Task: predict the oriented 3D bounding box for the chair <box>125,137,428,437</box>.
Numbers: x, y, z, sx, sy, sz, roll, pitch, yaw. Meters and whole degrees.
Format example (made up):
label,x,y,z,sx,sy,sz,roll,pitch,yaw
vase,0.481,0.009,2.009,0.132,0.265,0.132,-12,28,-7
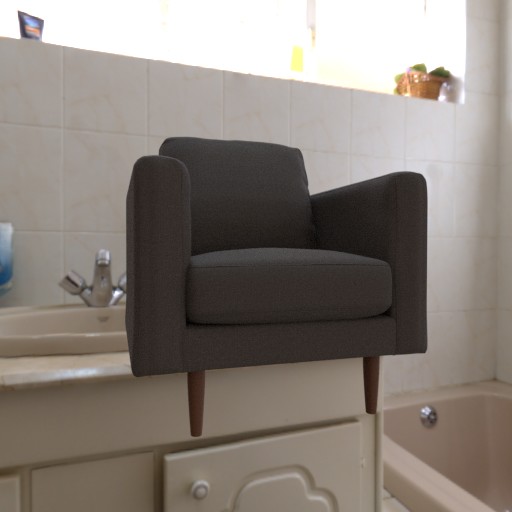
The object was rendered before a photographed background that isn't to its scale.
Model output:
label,x,y,z,sx,sy,sz,roll,pitch,yaw
chair,0.000,0.000,1.530,0.854,0.927,0.800,0,1,-18
